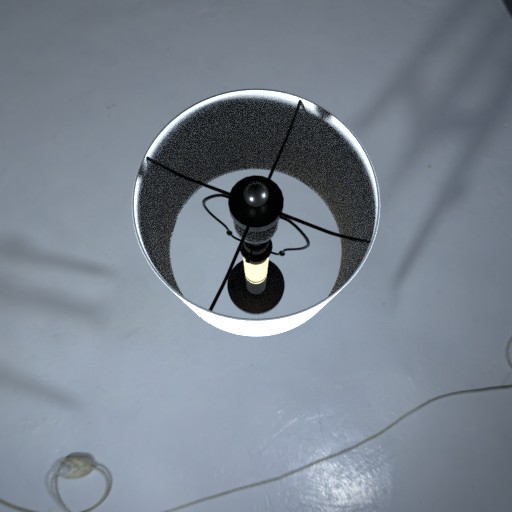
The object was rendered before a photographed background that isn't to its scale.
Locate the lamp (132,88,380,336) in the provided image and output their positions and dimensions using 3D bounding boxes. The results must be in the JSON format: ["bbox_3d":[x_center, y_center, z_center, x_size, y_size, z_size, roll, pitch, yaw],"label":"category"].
[{"bbox_3d":[0.000,0.000,0.831,0.305,0.640,0.305,-20,77,-5],"label":"lamp"}]
